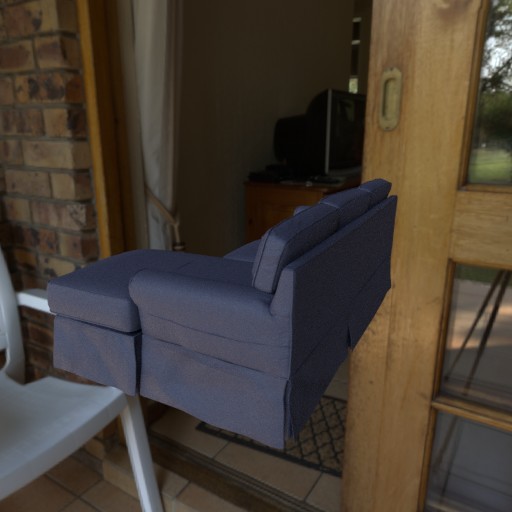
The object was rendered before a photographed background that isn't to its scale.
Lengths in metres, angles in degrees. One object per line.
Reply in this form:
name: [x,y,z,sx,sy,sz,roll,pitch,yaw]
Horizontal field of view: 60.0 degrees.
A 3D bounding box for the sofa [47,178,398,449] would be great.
sofa: [0.000,0.000,3.318,1.637,1.039,2.518,8,18,26]
